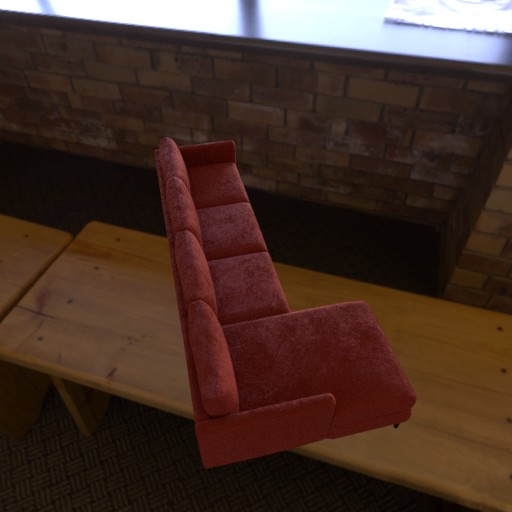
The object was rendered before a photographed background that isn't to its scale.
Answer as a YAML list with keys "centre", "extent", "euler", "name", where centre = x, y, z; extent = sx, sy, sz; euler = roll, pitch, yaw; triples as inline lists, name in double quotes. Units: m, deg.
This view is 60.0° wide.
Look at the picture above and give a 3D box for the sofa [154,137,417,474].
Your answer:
- centre: [0.000, 0.000, 3.009]
  extent: [1.136, 0.663, 2.467]
  euler: [-10, 46, -10]
  name: "sofa"
